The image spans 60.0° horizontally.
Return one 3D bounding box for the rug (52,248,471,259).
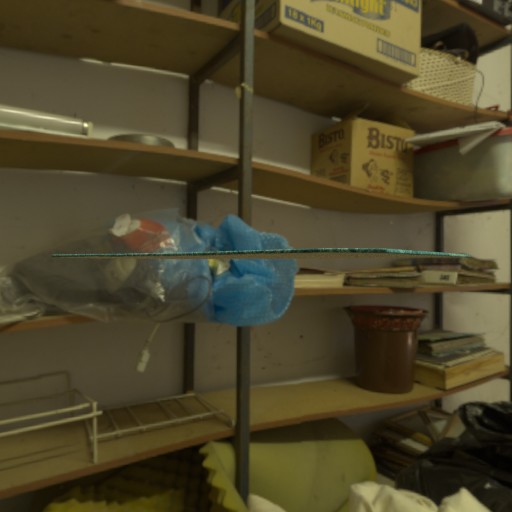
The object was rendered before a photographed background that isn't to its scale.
[{"bbox_3d":[0.000,0.000,2.160,1.728,0.017,1.136,-1,-1,36],"label":"rug"}]
